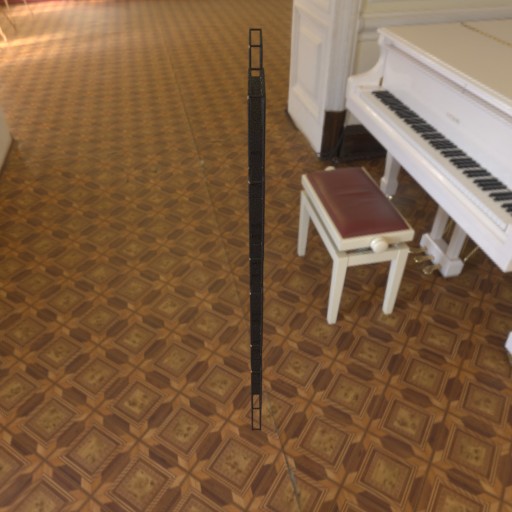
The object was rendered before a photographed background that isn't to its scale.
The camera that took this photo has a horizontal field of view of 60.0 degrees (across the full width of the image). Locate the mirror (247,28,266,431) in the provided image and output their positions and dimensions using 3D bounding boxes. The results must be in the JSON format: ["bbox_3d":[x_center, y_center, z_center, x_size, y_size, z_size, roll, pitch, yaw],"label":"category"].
[{"bbox_3d":[0.000,0.000,1.388,0.037,1.192,0.565,0,40,0],"label":"mirror"}]
